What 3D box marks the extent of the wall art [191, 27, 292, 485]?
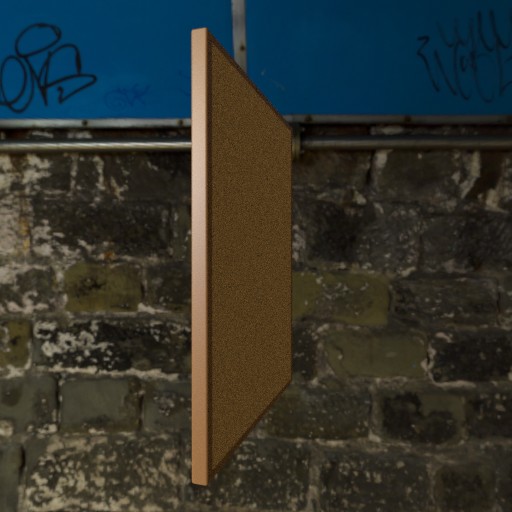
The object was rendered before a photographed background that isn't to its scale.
[{"bbox_3d":[0.000,0.000,0.747,0.021,0.550,0.449,0,0,18],"label":"wall art"}]
